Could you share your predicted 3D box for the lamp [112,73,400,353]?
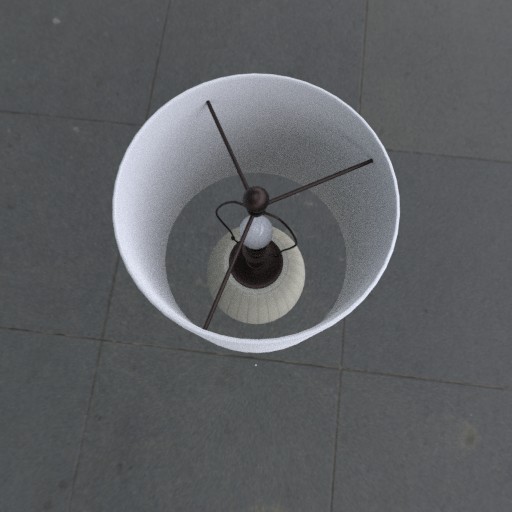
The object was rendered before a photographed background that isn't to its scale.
[{"bbox_3d":[0.000,0.000,0.769,0.329,0.570,0.329,21,77,5],"label":"lamp"}]
